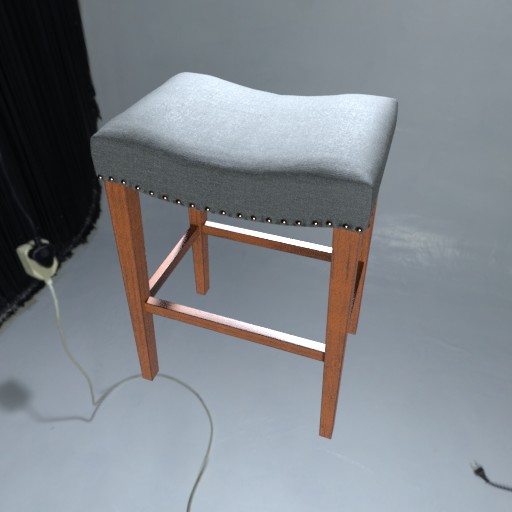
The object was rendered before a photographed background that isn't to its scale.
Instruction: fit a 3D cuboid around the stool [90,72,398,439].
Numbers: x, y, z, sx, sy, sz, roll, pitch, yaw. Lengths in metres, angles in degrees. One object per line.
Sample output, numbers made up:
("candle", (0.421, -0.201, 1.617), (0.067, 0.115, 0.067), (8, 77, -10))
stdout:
("stool", (0.000, 0.000, 0.880), (0.439, 0.612, 0.320), (13, 42, 15))
